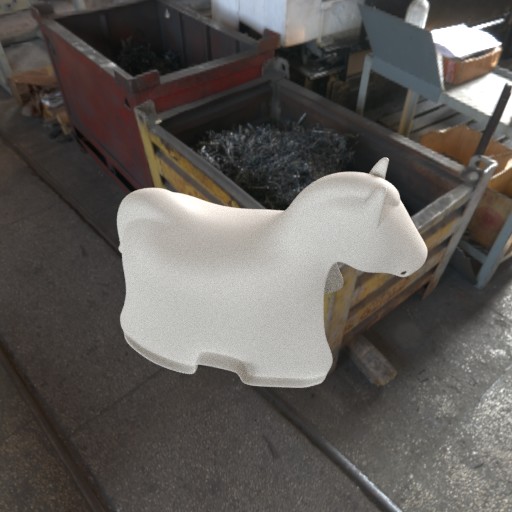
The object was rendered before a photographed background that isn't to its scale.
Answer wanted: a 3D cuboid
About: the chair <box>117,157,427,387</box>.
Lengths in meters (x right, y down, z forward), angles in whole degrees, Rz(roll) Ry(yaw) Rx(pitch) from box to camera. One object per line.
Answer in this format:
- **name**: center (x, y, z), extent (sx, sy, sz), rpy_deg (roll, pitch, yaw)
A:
- **chair**: center (0.000, 0.000, 1.151), extent (0.800, 0.612, 0.429), rpy_deg (10, 47, 9)
